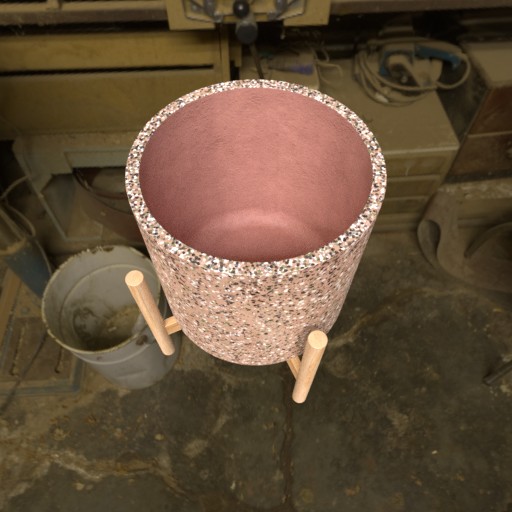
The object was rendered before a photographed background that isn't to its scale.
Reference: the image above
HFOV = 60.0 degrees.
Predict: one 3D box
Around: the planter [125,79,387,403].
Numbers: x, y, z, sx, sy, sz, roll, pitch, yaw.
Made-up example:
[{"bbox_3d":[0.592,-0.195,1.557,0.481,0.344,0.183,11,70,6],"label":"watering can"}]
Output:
[{"bbox_3d":[0.000,0.000,0.697,0.360,0.419,0.360,-2,59,-1],"label":"planter"}]
